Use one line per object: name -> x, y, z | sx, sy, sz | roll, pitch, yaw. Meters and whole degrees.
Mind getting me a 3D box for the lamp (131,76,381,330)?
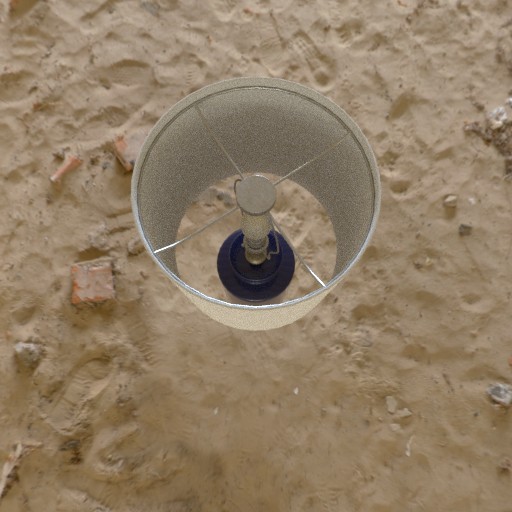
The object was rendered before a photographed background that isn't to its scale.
lamp -> 0.000, 0.000, 0.613 | 0.212, 0.493, 0.212 | -33, 78, -8
